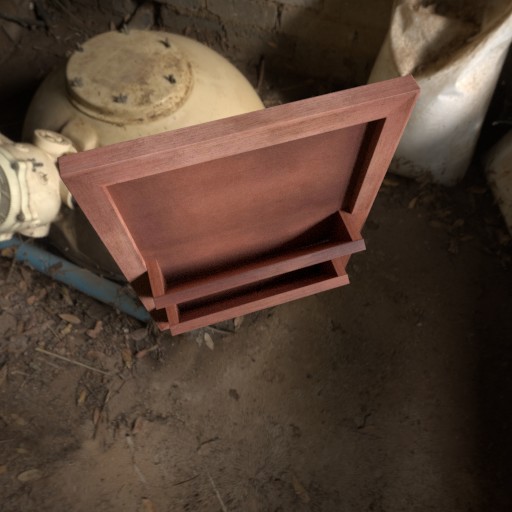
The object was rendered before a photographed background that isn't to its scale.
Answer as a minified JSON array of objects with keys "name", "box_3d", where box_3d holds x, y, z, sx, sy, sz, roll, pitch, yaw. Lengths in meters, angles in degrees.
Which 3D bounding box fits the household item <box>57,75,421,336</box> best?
[{"name":"household item","box_3d":[0.000,0.000,0.539,0.310,0.407,0.067,-16,65,-8]}]
